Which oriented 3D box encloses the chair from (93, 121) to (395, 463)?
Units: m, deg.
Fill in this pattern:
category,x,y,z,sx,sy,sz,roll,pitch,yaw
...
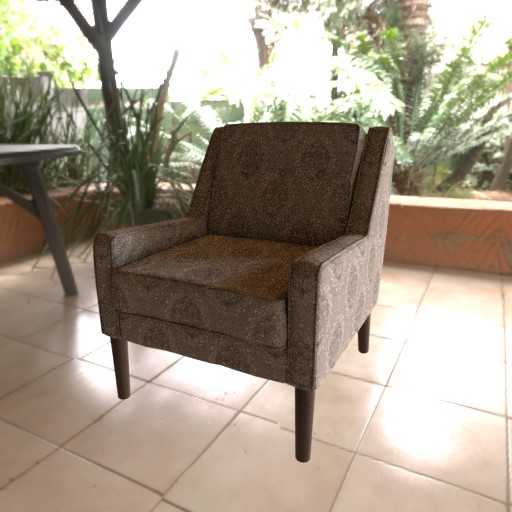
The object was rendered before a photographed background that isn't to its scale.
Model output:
category,x,y,z,sx,sy,sz,roll,pitch,yaw
chair,0.000,0.000,1.365,0.665,0.797,0.750,8,18,26
